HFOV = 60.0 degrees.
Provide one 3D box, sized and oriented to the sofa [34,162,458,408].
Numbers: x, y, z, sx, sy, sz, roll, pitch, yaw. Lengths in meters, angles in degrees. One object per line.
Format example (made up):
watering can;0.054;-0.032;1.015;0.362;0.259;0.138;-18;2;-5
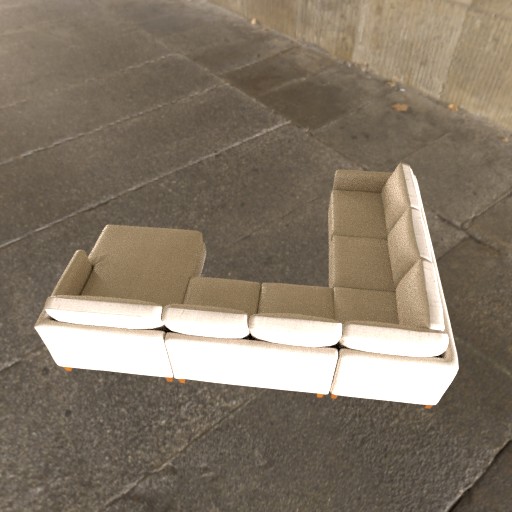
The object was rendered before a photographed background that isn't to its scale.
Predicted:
sofa;0.000;0.000;4.582;3.460;0.961;2.594;5;46;4
